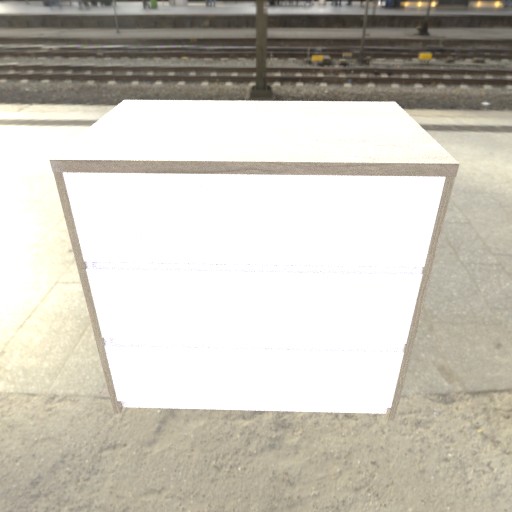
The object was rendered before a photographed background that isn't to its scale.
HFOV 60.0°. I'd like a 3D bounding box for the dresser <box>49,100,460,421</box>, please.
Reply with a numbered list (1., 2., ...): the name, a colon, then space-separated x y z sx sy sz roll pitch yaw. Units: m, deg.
1. dresser: 0.000 0.000 1.298 0.809 0.762 0.529 1 32 1
